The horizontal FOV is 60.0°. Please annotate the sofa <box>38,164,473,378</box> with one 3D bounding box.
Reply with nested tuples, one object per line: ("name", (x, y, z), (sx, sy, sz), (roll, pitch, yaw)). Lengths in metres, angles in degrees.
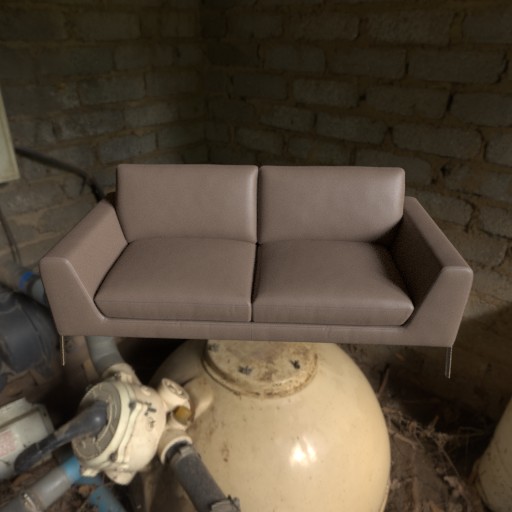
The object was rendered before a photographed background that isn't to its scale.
("sofa", (0.000, 0.000, 2.500), (2.017, 0.875, 0.953), (1, 27, 2))
